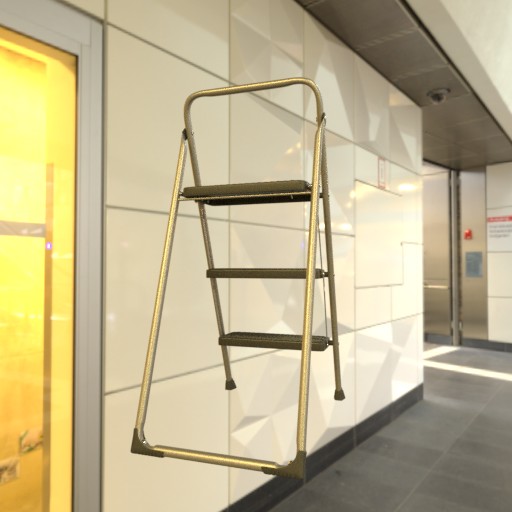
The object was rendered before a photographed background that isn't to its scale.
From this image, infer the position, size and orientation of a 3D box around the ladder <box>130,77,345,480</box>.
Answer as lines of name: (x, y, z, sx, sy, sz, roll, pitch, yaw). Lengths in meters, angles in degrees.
ladder: (0.000, 0.000, 1.282, 0.430, 0.945, 0.629, 0, -1, 19)
